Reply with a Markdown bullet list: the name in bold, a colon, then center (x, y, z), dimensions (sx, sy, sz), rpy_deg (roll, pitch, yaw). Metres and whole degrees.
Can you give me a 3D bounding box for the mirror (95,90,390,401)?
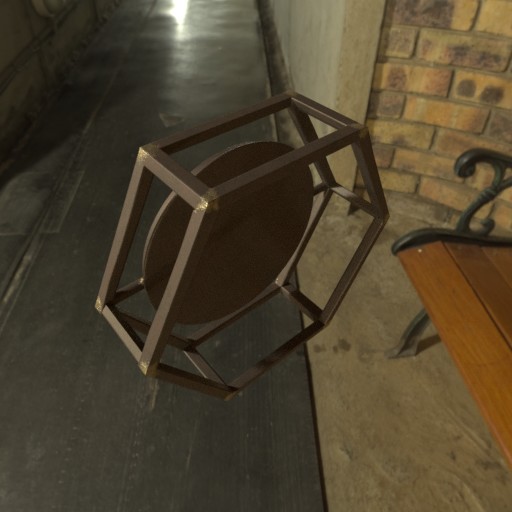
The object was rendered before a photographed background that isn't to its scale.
- **mirror**: center (0.000, 0.000, 0.554), dimensions (0.380, 0.334, 0.119), rpy_deg (-30, 52, -27)
